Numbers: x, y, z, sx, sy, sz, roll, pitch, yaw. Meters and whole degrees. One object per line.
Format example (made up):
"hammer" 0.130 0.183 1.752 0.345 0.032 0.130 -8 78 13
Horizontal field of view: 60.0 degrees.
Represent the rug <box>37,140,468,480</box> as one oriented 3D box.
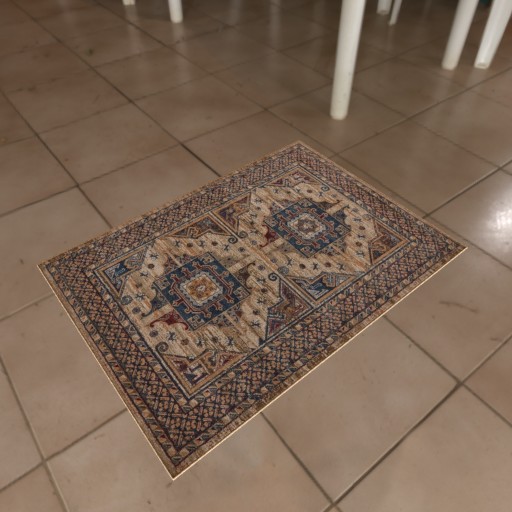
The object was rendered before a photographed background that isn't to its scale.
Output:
"rug" 0.000 0.000 2.822 2.227 0.008 1.611 -31 54 -25
